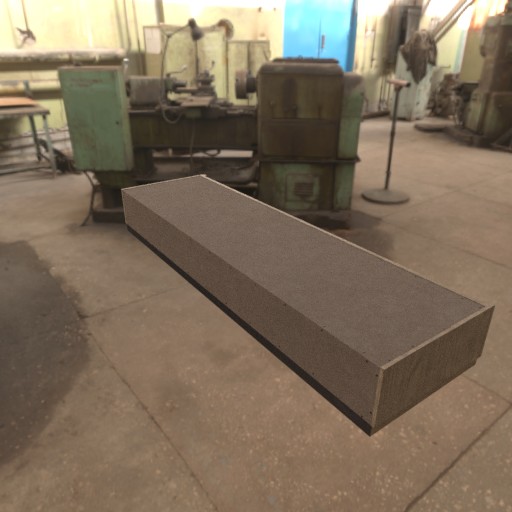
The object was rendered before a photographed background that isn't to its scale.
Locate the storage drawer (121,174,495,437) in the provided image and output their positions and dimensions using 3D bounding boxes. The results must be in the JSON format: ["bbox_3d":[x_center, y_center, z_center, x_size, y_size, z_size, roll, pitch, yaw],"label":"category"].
[{"bbox_3d":[0.000,0.000,2.222,0.591,0.274,2.072,-17,31,-31],"label":"storage drawer"}]
